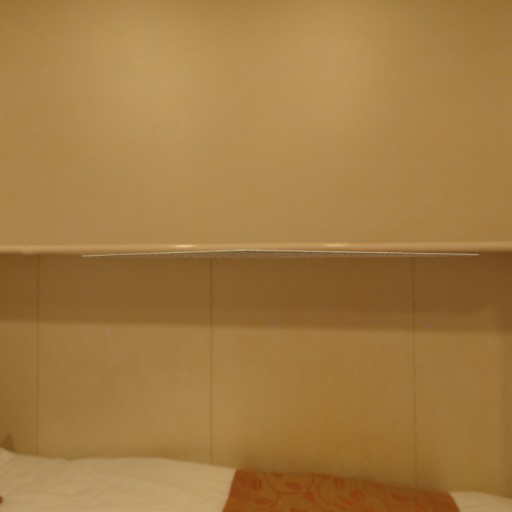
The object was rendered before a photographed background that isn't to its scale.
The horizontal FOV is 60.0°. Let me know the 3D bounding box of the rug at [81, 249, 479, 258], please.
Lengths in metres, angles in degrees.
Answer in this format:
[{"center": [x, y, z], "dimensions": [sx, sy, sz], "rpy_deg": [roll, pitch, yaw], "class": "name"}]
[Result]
[{"center": [0.000, 0.000, 4.015], "dimensions": [2.288, 0.018, 2.895], "rpy_deg": [1, -1, -36], "class": "rug"}]
